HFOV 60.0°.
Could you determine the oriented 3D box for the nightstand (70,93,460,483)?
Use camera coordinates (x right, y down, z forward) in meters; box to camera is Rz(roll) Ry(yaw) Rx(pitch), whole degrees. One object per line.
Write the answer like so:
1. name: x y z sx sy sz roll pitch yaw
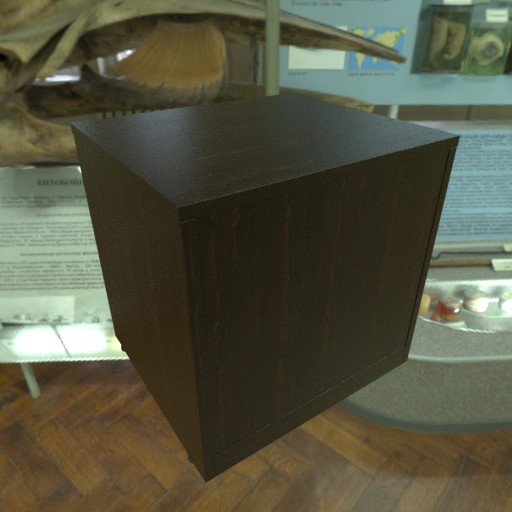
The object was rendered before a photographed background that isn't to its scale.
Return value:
1. nightstand: 0.000 0.000 0.855 0.489 0.487 0.427 -19 35 -29
